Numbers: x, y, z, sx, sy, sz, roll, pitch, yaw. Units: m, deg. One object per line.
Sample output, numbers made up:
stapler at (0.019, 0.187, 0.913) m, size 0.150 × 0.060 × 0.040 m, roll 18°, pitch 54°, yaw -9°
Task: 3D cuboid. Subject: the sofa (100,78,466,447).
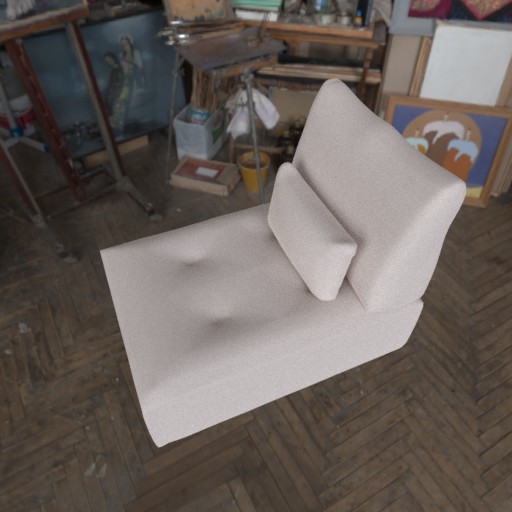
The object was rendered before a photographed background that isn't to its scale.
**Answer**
sofa at (0.000, 0.000, 1.525) m, size 1.000 × 0.820 × 0.700 m, roll -17°, pitch 49°, yaw -16°
